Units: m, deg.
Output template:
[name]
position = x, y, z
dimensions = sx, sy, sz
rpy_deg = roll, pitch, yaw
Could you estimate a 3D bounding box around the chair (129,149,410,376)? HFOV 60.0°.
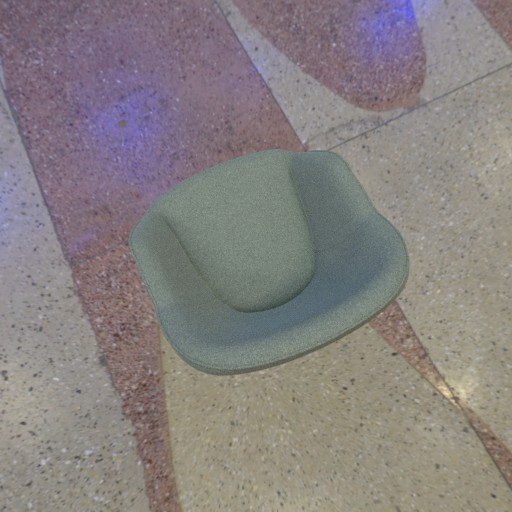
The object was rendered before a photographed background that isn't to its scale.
[chair]
position = 0.000, 0.000, 1.259
dimensions = 0.589, 0.810, 0.611
rpy_deg = -24, 76, -6
